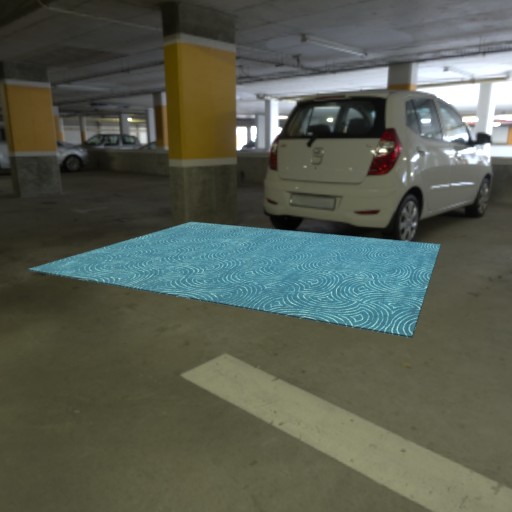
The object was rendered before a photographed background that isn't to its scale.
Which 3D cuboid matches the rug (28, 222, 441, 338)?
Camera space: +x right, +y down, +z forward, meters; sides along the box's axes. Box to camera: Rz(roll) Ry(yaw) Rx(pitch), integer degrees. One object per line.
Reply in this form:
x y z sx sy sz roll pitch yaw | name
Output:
0.000 0.000 4.099 3.033 0.012 2.432 7 16 24 | rug
